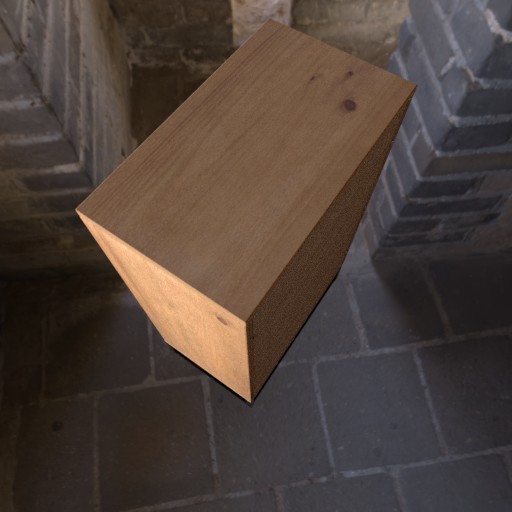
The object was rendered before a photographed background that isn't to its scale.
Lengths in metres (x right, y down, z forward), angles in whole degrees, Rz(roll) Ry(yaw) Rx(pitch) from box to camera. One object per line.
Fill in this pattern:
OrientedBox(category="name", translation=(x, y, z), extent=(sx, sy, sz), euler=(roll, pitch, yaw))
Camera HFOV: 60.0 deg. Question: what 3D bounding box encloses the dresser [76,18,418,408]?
OrientedBox(category="dresser", translation=(0.000, 0.000, 1.596), extent=(0.479, 1.240, 0.761), euler=(32, 68, 14))
